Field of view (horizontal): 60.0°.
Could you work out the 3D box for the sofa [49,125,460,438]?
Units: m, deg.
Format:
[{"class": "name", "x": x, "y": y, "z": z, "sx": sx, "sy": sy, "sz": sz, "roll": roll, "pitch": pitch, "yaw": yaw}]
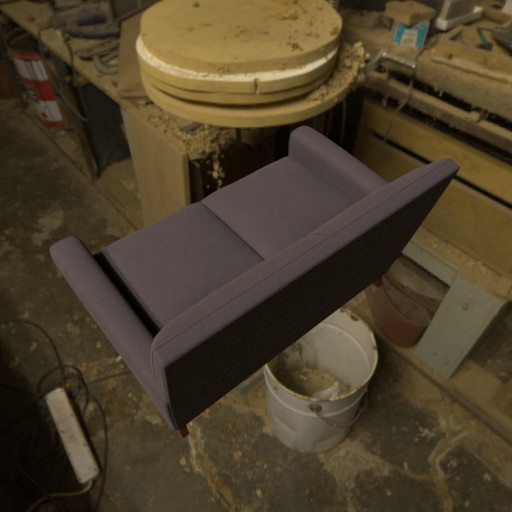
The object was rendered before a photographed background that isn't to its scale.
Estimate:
[{"class": "sofa", "x": 0.000, "y": 0.000, "z": 1.949, "sx": 1.420, "sy": 0.846, "sz": 0.871, "roll": -31, "pitch": 55, "yaw": -26}]
